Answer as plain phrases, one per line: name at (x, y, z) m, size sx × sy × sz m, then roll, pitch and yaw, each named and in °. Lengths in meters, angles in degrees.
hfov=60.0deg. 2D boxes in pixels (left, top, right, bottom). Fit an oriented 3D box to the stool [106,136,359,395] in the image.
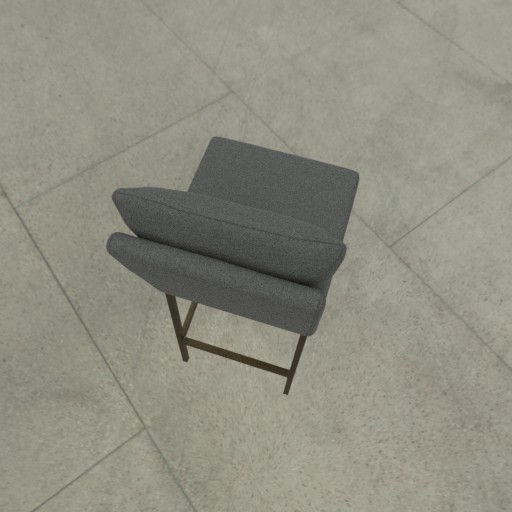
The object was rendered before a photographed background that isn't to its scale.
stool at (0.000, 0.000, 1.321) m, size 0.463 × 1.030 × 0.569 m, roll 16°, pitch 64°, yaw 8°
